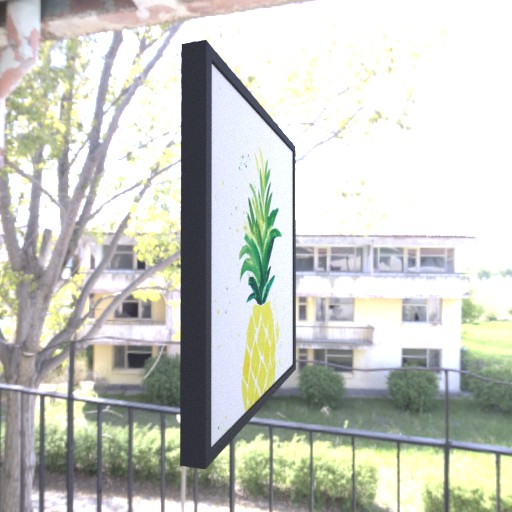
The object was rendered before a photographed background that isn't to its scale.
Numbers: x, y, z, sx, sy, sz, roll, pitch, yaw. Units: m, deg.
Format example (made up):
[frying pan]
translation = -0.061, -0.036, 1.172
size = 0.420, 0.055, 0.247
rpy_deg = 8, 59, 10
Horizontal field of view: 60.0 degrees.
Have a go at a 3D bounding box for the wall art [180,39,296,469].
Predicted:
[wall art]
translation = 0.000, 0.000, 0.770
size = 0.033, 0.507, 0.508
rpy_deg = 0, -1, 17
